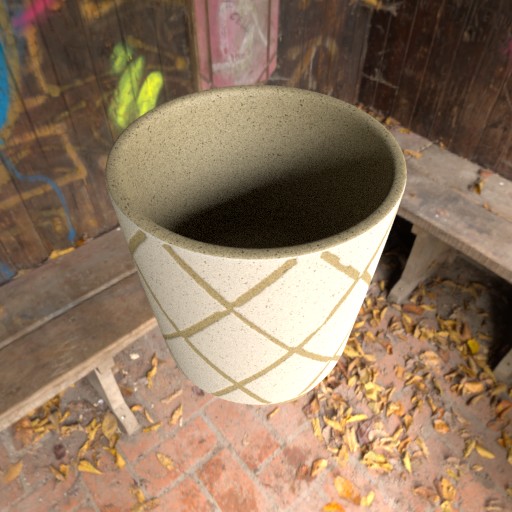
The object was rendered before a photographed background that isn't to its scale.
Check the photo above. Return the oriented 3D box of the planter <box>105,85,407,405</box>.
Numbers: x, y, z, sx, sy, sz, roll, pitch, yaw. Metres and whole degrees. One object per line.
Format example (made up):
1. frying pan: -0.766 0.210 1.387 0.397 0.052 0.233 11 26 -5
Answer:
1. planter: 0.000 0.000 0.427 0.228 0.235 0.228 0 46 0
